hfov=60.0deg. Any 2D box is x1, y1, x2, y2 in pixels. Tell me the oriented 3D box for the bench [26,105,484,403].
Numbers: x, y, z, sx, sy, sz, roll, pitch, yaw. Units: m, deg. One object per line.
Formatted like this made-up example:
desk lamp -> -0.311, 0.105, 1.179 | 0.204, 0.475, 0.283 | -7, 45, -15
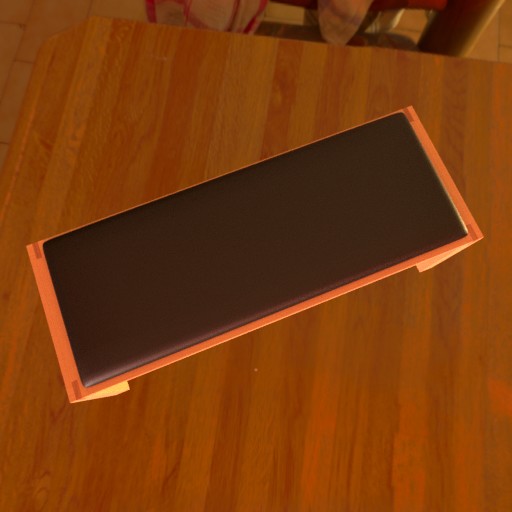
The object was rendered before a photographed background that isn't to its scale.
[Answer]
bench -> 0.000, 0.000, 1.401 | 1.202, 0.430, 0.450 | -21, 77, -5
